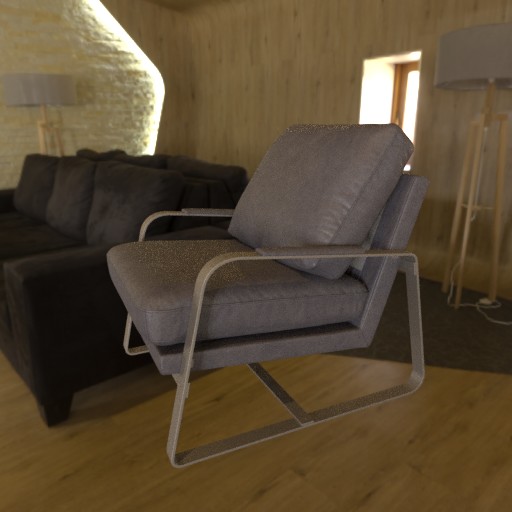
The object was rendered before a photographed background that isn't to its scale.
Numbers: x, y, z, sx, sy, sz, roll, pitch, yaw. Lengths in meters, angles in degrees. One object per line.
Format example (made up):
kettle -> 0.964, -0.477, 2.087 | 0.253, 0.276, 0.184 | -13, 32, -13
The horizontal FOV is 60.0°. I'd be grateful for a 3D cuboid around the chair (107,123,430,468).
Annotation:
chair -> 0.000, 0.000, 1.450 | 0.878, 0.839, 0.692 | -7, 17, -24
